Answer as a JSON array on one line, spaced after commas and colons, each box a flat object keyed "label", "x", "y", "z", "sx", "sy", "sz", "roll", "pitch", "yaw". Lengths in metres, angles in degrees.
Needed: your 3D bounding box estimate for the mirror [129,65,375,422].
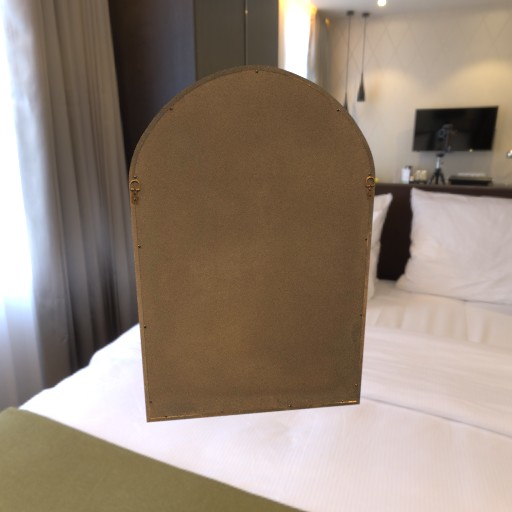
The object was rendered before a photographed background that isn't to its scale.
[{"label": "mirror", "x": 0.000, "y": 0.000, "z": 1.149, "sx": 0.609, "sy": 0.915, "sz": 0.032, "roll": -2, "pitch": 15, "yaw": -8}]
